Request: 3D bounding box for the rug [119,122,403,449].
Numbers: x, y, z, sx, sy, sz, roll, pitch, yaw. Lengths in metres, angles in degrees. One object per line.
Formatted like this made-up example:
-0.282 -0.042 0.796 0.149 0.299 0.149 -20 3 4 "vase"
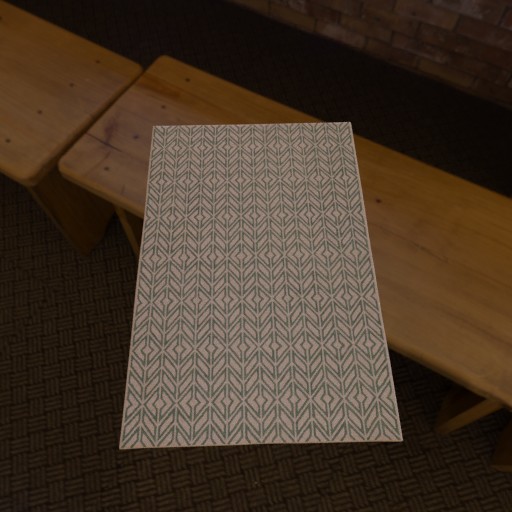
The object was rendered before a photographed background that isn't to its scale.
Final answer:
0.000 0.000 2.322 1.220 0.007 1.828 -1 63 -1 "rug"
